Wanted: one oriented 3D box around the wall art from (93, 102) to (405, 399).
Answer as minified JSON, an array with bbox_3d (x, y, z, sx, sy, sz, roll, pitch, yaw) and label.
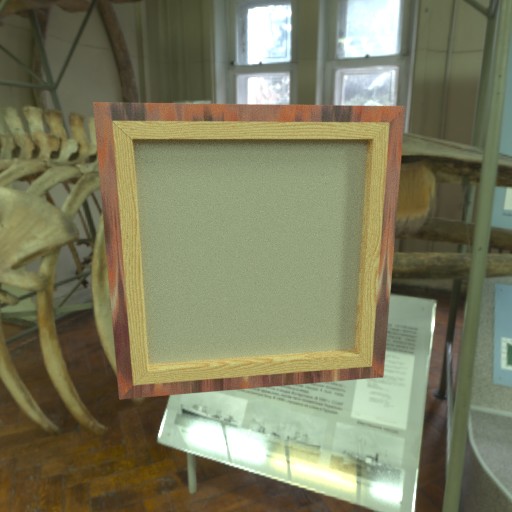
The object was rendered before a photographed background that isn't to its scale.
[{"bbox_3d":[0.000,0.000,0.941,0.603,0.609,0.037,-2,15,-8],"label":"wall art"}]
